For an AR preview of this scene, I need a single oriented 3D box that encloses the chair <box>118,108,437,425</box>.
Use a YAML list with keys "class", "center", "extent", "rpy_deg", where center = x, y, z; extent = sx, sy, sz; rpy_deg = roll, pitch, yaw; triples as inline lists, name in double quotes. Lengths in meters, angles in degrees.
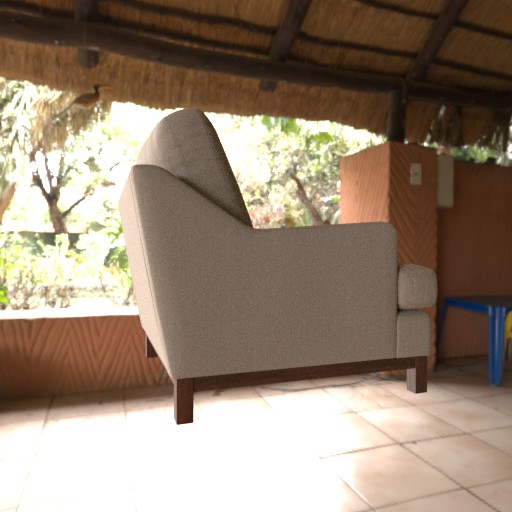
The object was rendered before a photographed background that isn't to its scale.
- class: "chair"
  center: [0.000, 0.000, 1.737]
  extent: [1.001, 0.916, 0.912]
  rpy_deg: [0, 1, -20]
